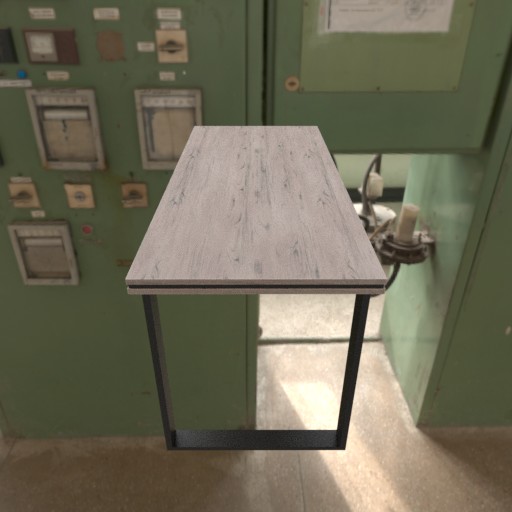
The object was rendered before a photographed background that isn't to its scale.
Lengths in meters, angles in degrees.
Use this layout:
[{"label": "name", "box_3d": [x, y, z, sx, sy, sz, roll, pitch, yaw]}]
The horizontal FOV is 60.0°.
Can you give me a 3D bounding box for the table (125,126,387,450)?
[{"label": "table", "box_3d": [0.000, 0.000, 2.337, 0.795, 0.899, 1.778, 0, 31, 0]}]
